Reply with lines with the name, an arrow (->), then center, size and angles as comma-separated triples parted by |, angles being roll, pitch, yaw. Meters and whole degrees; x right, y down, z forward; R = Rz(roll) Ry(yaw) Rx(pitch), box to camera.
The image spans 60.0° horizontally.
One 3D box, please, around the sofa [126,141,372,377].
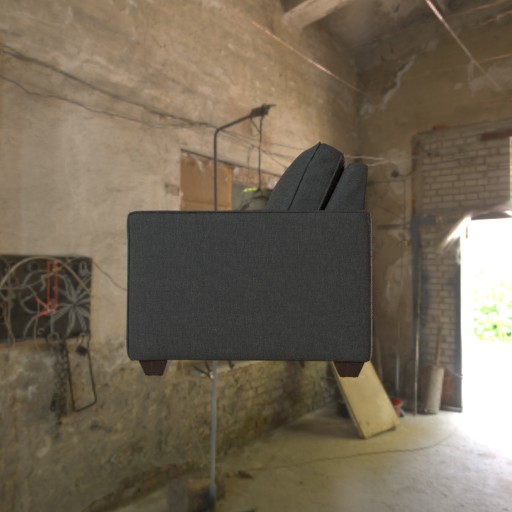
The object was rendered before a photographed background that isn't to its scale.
sofa -> 0.000, 0.000, 2.628 | 0.940, 0.919, 2.080 | 0, -1, 2
